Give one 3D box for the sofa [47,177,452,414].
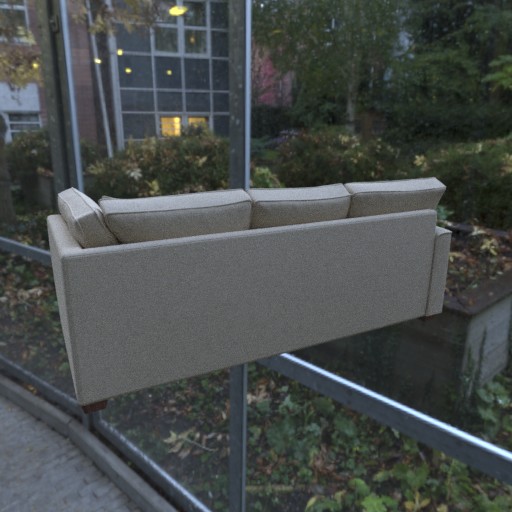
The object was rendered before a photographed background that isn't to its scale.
[{"bbox_3d":[0.000,0.000,2.808,2.317,0.962,1.061,-8,18,-27],"label":"sofa"}]
